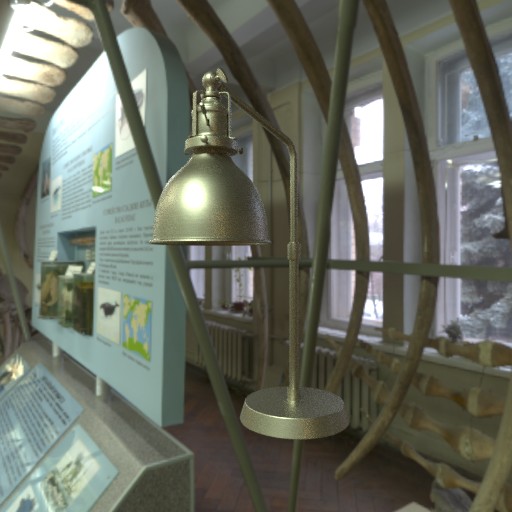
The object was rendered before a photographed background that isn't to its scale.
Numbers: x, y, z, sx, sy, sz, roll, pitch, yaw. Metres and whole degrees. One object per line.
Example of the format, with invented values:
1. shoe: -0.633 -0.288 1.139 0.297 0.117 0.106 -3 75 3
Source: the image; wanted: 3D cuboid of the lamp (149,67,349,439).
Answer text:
1. lamp: 0.000 0.000 0.588 0.286 0.456 0.153 0 0 -36
